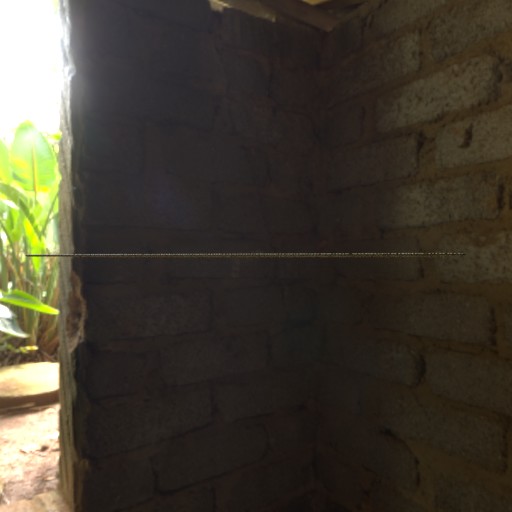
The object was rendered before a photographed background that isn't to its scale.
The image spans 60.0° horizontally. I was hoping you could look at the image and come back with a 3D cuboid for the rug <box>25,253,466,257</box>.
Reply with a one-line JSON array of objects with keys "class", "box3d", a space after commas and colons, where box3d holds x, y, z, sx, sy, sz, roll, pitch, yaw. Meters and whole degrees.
[{"class": "rug", "box3d": [0.000, 0.000, 2.190, 1.758, 0.010, 1.143, 0, 0, 18]}]
